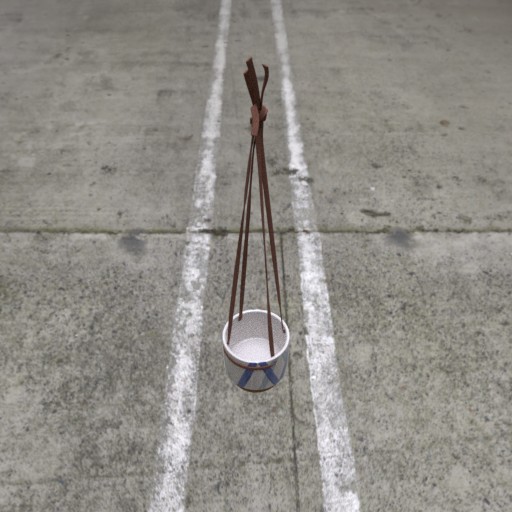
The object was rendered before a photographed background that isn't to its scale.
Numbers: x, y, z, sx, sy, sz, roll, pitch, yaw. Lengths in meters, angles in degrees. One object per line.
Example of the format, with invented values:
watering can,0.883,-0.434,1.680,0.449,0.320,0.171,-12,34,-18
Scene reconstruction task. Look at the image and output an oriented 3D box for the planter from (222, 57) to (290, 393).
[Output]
planter,0.000,0.000,0.838,0.153,0.753,0.157,-1,42,-1
